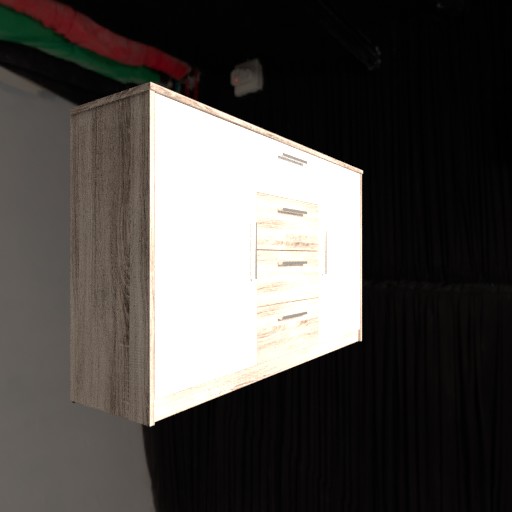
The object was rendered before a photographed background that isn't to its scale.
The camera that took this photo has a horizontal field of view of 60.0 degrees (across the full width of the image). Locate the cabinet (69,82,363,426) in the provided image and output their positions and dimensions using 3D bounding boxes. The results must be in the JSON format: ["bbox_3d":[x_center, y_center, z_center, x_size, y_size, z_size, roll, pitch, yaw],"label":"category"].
[{"bbox_3d":[0.000,0.000,1.843,0.380,0.900,1.450,0,0,35],"label":"cabinet"}]
